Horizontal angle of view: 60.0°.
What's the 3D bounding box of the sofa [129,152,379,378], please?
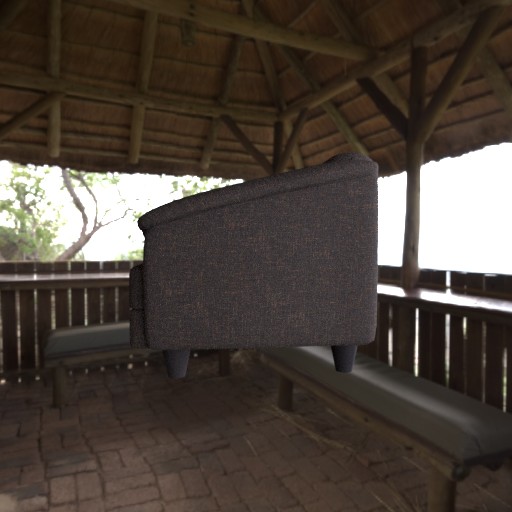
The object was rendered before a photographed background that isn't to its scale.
[{"bbox_3d":[0.000,0.000,2.282,0.887,0.790,1.849,0,2,0],"label":"sofa"}]
